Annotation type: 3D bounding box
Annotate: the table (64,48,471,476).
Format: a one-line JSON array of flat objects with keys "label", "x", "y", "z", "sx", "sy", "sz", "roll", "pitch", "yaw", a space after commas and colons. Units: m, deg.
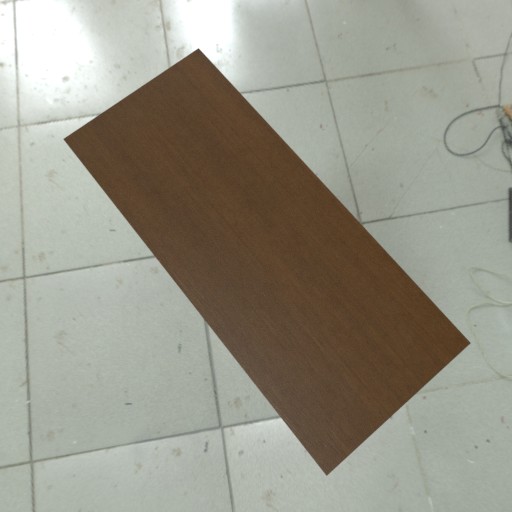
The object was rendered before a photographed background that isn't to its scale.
[{"label": "table", "x": 0.000, "y": 0.000, "z": 1.402, "sx": 0.490, "sy": 0.464, "sz": 1.119, "roll": -38, "pitch": 78, "yaw": -9}]
